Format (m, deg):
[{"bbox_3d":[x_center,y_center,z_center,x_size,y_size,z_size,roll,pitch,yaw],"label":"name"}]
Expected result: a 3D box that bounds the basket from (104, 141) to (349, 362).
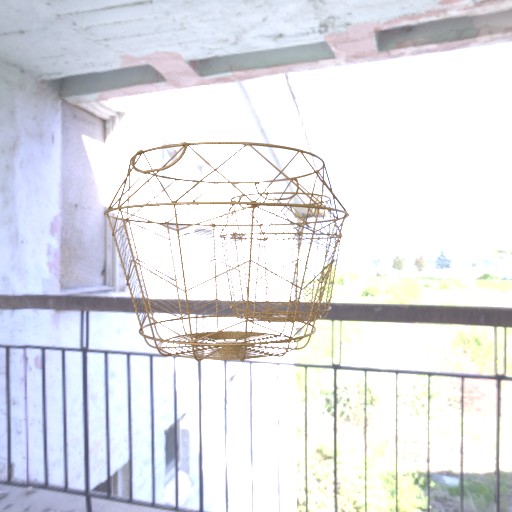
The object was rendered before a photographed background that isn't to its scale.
[{"bbox_3d":[0.000,0.000,1.015,0.451,0.343,0.805,0,0,17],"label":"basket"}]
